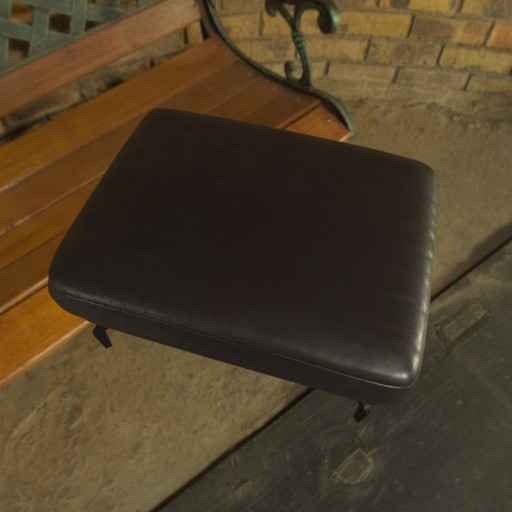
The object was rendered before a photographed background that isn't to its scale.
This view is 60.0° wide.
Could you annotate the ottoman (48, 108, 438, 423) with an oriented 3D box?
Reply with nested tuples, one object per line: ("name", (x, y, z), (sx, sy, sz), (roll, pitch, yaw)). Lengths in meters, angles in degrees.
("ottoman", (0.000, 0.000, 1.077), (0.764, 0.402, 0.570), (14, 59, 9))
